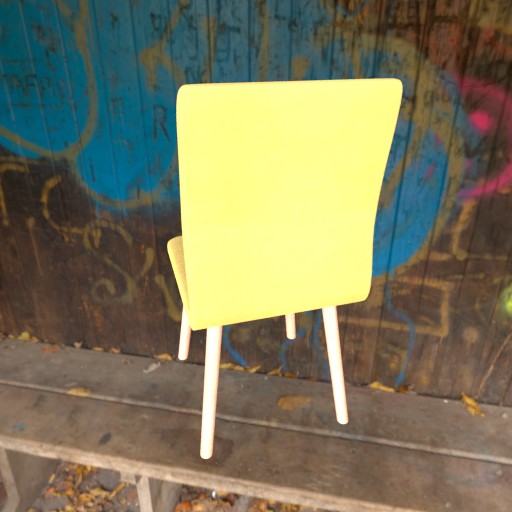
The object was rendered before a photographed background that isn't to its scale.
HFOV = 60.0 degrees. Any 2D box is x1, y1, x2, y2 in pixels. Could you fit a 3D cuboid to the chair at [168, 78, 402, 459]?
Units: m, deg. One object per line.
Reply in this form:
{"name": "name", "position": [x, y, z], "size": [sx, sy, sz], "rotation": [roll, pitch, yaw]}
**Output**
{"name": "chair", "position": [0.000, 0.000, 1.252], "size": [0.450, 0.965, 0.550], "rotation": [-8, 28, -15]}
